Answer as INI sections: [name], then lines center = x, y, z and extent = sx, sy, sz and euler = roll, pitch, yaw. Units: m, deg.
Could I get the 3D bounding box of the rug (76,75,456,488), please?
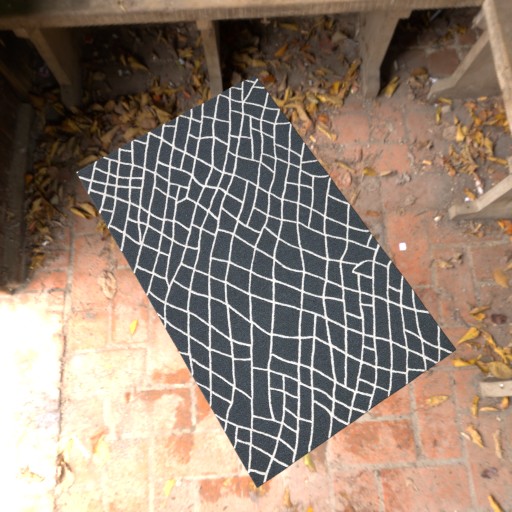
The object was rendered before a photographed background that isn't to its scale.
[rug]
center = 0.000, 0.000, 3.029
extent = 1.529, 0.017, 2.448
euler = -31, 77, -8
